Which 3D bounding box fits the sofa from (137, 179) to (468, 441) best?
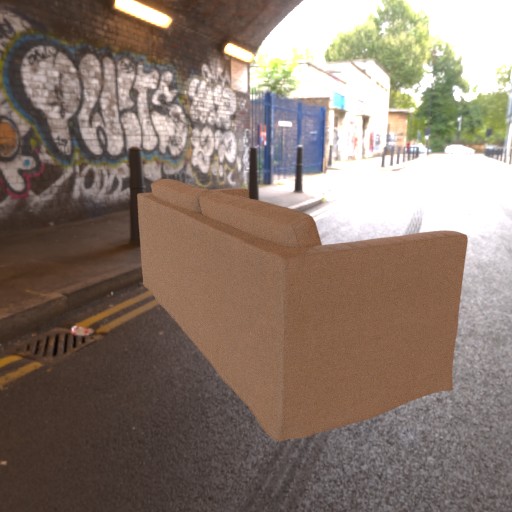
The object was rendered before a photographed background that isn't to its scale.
[{"bbox_3d":[0.000,0.000,2.722,0.956,0.847,2.296,-7,16,-26],"label":"sofa"}]
